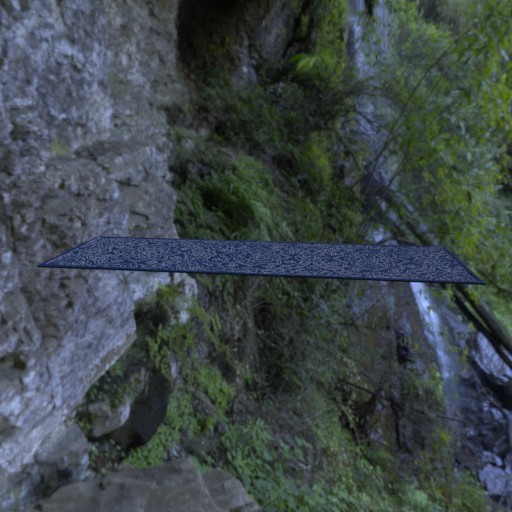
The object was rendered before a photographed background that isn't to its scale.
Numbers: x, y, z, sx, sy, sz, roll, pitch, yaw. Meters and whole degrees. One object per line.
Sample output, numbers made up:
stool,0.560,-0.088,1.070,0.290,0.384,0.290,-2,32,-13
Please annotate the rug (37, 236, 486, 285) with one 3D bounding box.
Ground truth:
rug,0.000,0.000,2.749,2.448,0.012,0.769,2,16,7
